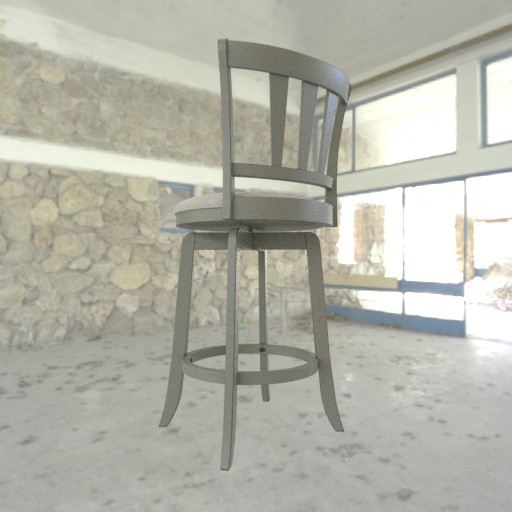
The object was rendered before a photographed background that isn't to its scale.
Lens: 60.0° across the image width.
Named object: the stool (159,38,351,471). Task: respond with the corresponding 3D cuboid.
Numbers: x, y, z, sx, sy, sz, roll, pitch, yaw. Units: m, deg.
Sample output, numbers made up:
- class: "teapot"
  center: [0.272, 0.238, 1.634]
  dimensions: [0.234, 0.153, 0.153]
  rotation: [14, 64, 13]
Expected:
- class: "stool"
  center: [0.000, 0.000, 1.264]
  dimensions: [0.450, 0.994, 0.486]
  rotation: [1, -1, -37]
